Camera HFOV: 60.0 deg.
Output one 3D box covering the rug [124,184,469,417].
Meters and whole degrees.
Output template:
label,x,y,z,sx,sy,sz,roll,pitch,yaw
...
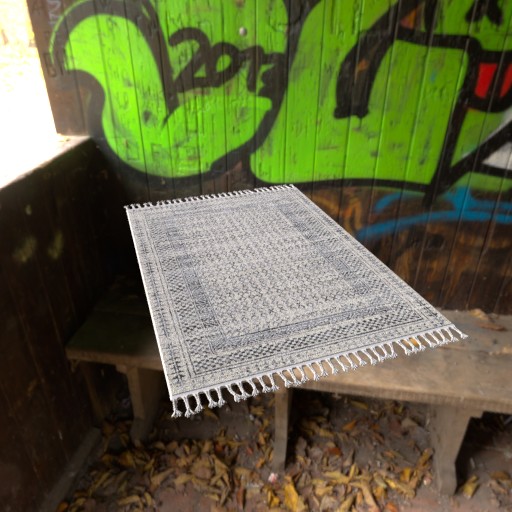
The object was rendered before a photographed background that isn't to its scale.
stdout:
label,x,y,z,sx,sy,sz,roll,pitch,yaw
rug,0.000,0.000,2.410,1.243,0.013,1.872,-10,32,-17
